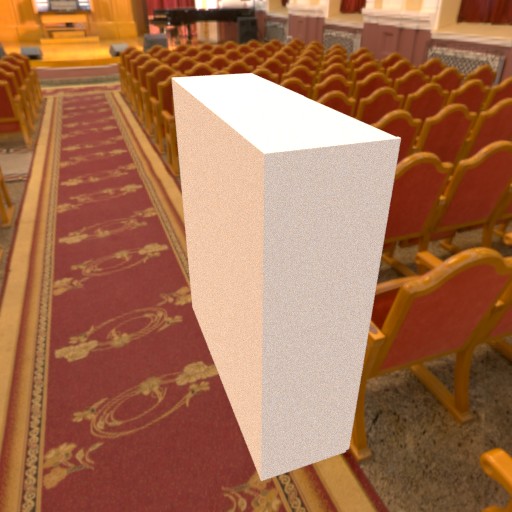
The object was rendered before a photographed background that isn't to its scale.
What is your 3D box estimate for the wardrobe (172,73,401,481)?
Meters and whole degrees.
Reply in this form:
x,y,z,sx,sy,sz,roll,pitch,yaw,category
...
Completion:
x,y,z,sx,sy,sz,roll,pitch,yaw,category
0.000,0.000,2.984,0.600,2.020,1.830,-10,32,-17,wardrobe
